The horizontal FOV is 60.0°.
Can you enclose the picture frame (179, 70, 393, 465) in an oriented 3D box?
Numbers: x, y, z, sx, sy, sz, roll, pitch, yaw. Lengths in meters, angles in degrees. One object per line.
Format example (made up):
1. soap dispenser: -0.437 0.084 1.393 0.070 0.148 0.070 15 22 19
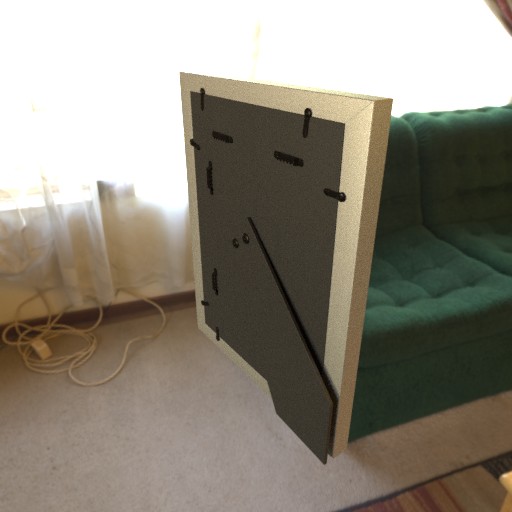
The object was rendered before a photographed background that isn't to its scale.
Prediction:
1. picture frame: 0.000 0.000 0.526 0.036 0.386 0.307 -18 32 -32
